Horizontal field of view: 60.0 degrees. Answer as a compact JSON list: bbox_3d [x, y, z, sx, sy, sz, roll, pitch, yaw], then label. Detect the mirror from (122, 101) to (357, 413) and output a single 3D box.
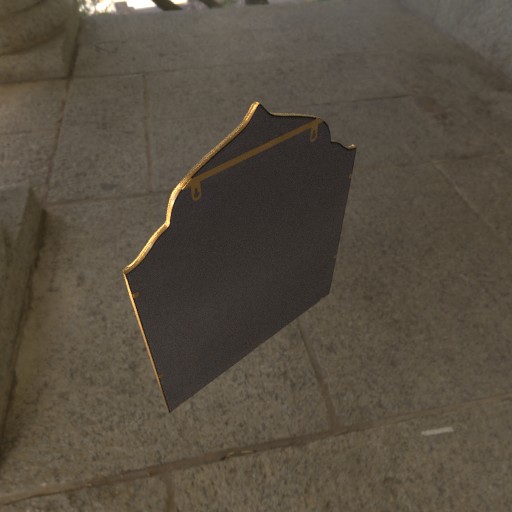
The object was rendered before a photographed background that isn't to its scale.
[{"bbox_3d":[0.000,0.000,0.859,0.513,0.635,0.018,-32,54,-27],"label":"mirror"}]
